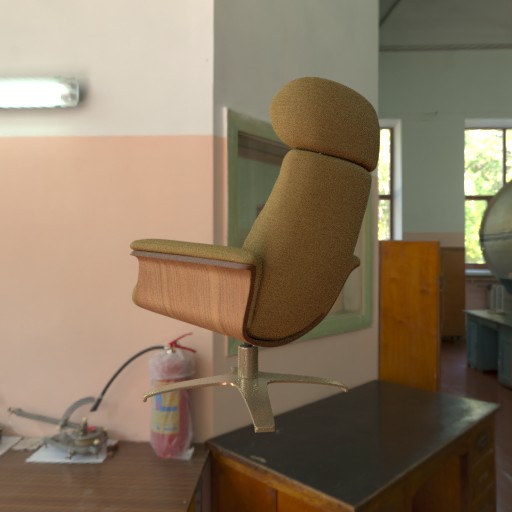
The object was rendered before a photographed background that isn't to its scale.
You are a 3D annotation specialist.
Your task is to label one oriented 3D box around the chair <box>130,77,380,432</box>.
[{"bbox_3d":[0.000,0.000,1.574,0.837,0.995,0.785,0,0,37],"label":"chair"}]
